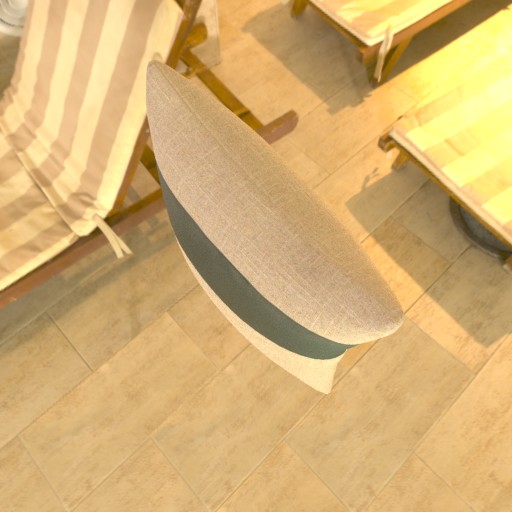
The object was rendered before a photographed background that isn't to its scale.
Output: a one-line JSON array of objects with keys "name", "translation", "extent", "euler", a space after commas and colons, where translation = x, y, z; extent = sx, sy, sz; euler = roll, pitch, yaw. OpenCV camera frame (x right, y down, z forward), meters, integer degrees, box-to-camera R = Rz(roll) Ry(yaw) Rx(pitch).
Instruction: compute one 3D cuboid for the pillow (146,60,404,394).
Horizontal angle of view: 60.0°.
[{"name": "pillow", "translation": [0.000, 0.000, 0.633], "extent": [0.173, 0.399, 0.414], "euler": [-35, 69, -16]}]
